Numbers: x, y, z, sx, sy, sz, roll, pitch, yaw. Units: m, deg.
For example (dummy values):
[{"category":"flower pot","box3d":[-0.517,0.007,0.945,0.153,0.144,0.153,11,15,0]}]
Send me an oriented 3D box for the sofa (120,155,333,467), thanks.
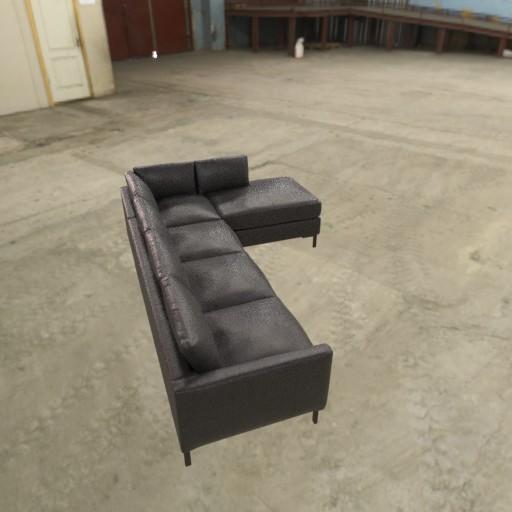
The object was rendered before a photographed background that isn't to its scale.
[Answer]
[{"category":"sofa","box3d":[0.000,0.000,3.776,1.938,0.877,2.984,-10,32,-17]}]
